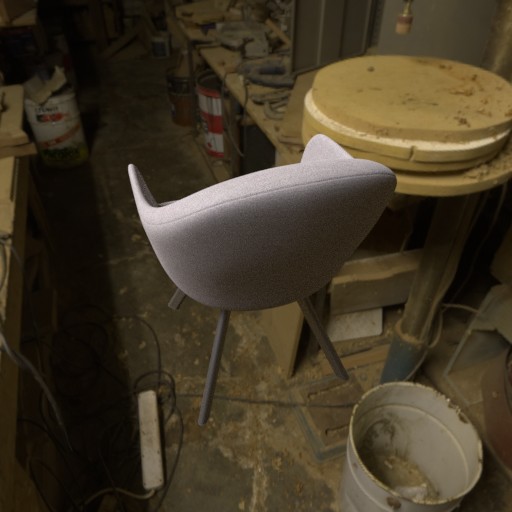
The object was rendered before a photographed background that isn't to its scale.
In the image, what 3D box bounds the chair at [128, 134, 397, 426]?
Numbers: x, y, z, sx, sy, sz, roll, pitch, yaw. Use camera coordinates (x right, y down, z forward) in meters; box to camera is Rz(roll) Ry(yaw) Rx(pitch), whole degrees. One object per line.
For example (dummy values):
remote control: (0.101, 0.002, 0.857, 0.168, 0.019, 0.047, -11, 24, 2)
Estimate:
chair: (0.000, 0.000, 1.156, 0.540, 0.780, 0.570, -12, 42, -14)
